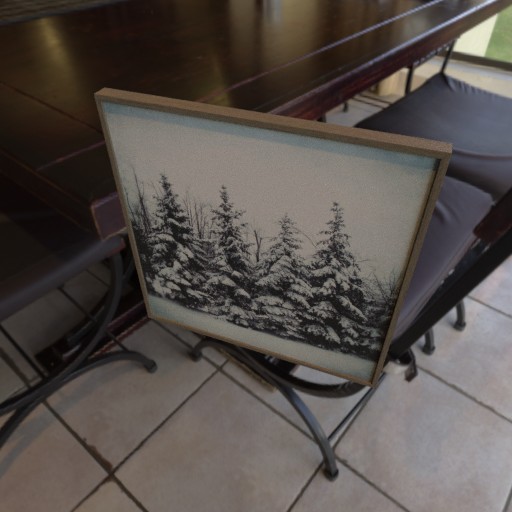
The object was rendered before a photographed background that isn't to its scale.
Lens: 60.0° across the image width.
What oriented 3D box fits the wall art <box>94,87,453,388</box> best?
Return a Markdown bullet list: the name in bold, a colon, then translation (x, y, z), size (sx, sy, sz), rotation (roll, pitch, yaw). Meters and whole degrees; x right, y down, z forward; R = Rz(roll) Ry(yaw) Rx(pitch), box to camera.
- **wall art**: translation (0.000, 0.000, 1.151), size (0.758, 0.758, 0.039), rotation (14, 43, 15)
